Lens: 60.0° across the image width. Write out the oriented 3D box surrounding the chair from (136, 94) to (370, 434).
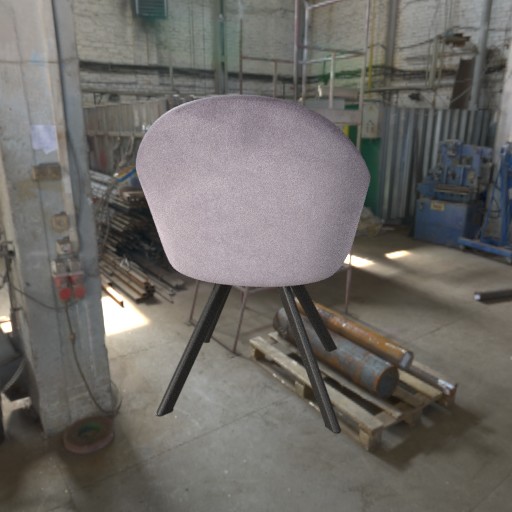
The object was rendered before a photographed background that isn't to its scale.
[{"bbox_3d":[0.000,0.000,1.180,0.570,0.780,0.540,2,17,8],"label":"chair"}]
